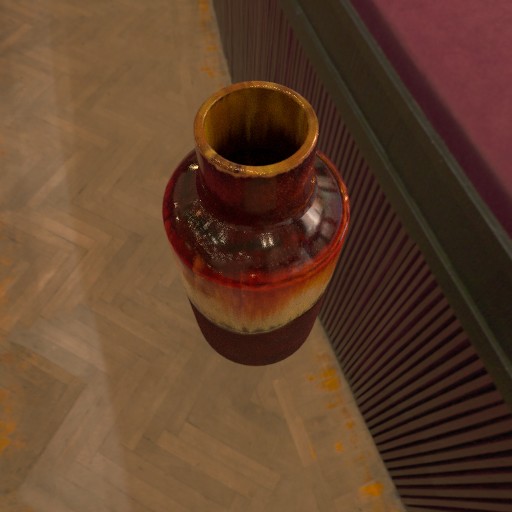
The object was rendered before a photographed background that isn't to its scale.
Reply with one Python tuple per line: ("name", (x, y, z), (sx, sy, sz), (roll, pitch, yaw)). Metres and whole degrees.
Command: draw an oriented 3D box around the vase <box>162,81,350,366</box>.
("vase", (0.000, 0.000, 0.318), (0.111, 0.261, 0.111), (0, 62, 0))
